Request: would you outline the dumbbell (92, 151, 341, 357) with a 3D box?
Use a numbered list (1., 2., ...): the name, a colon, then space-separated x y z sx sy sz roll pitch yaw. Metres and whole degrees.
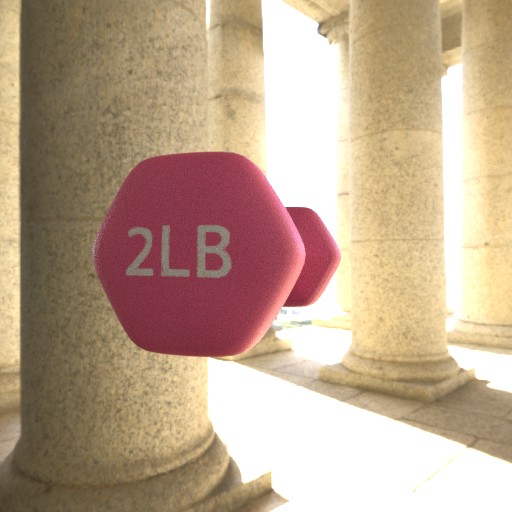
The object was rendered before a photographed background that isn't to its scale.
1. dumbbell: 0.000 0.000 0.176 0.058 0.053 0.146 0 0 16
